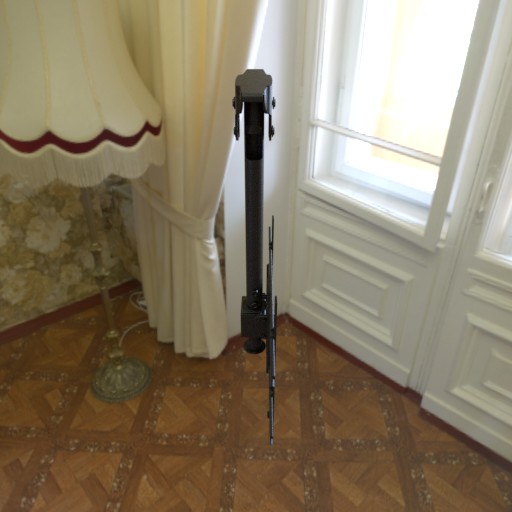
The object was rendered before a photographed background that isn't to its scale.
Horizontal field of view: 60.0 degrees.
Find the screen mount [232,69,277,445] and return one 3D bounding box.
[{"bbox_3d":[0.000,0.000,1.034,0.090,0.775,0.595,0,32,1],"label":"screen mount"}]
